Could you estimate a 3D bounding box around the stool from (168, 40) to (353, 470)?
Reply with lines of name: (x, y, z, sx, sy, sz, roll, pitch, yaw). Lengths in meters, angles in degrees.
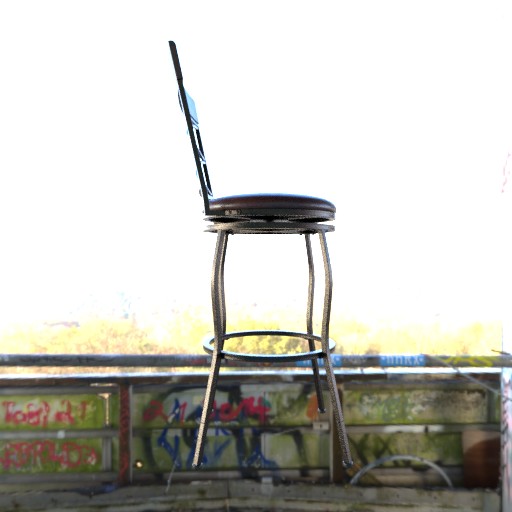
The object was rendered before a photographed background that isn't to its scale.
stool: (0.000, 0.000, 1.388, 0.513, 1.130, 0.448, 0, 0, -1)
